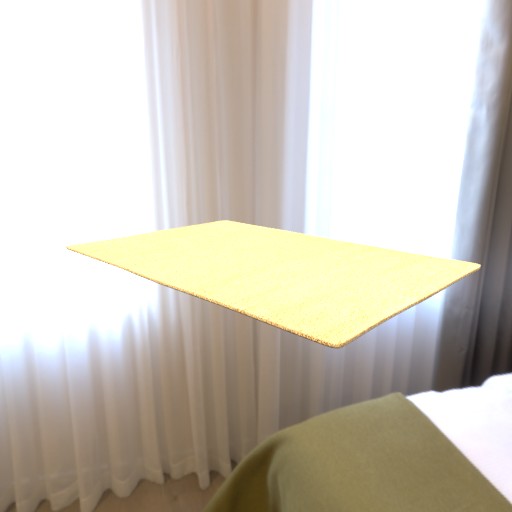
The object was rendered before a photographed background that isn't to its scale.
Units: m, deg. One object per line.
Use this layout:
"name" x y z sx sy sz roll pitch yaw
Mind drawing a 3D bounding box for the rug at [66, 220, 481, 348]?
"rug" 0.000 0.000 3.391 2.698 0.025 1.798 13 19 43
